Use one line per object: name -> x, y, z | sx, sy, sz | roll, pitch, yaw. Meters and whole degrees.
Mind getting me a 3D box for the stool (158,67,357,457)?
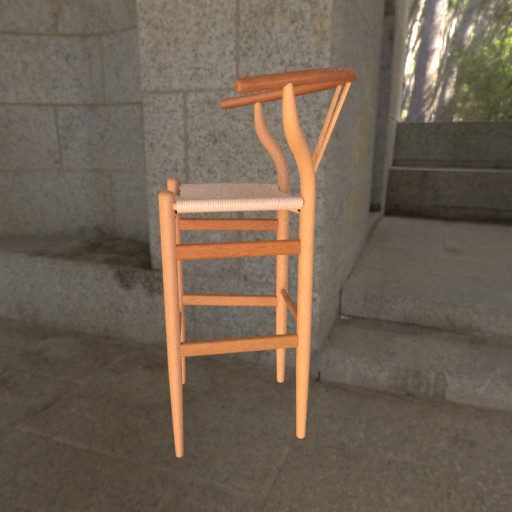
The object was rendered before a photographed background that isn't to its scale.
stool -> 0.000, 0.000, 1.368 | 0.561, 1.068, 0.574 | -2, 15, -8
